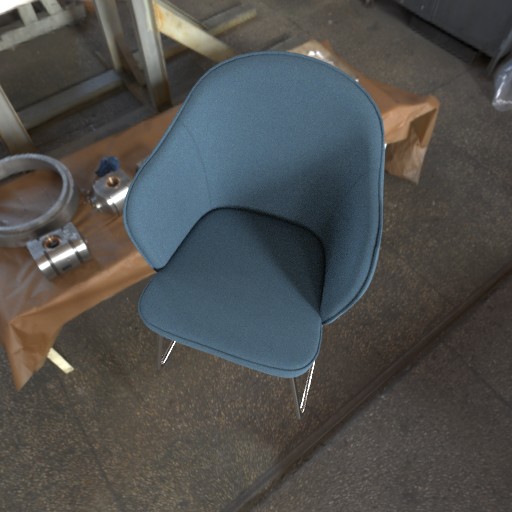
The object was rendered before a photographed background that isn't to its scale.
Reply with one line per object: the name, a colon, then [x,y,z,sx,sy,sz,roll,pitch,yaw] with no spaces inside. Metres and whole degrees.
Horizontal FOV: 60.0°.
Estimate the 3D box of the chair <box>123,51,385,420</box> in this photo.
chair: [0.000,0.000,1.175,0.570,0.815,0.585,16,60,10]
